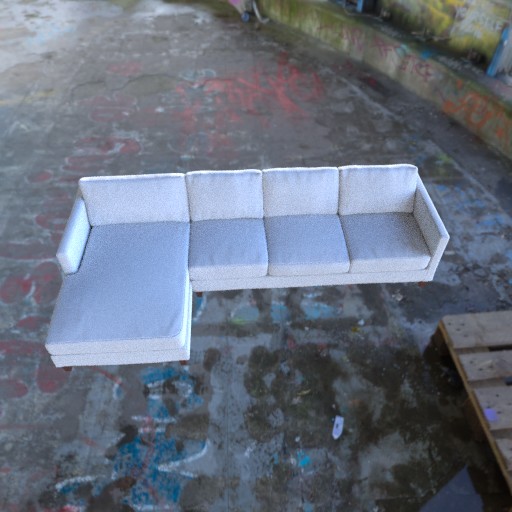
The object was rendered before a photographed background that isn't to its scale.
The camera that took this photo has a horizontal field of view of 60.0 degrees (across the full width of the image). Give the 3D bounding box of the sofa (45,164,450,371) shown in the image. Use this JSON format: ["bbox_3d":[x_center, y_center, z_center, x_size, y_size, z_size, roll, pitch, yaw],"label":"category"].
[{"bbox_3d":[0.000,0.000,3.797,3.186,0.861,1.625,-2,47,-2],"label":"sofa"}]
